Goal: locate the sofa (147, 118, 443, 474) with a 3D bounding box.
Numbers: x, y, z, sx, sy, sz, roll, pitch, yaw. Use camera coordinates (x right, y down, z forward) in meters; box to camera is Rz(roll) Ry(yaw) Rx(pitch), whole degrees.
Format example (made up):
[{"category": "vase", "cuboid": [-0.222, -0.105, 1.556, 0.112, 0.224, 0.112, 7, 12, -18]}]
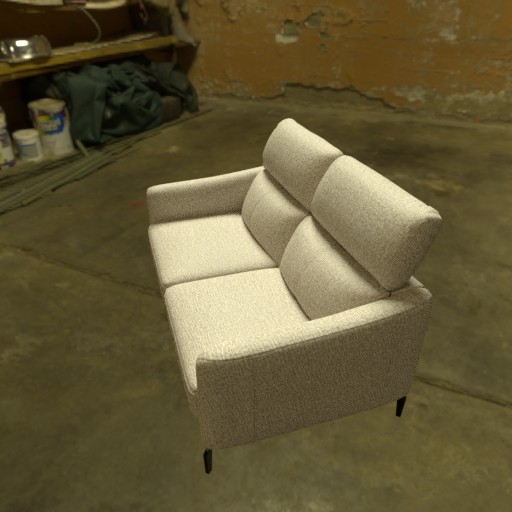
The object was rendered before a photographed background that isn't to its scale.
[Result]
[{"category": "sofa", "cuboid": [0.000, 0.000, 2.108, 0.905, 0.950, 1.540, -10, 32, -15]}]
